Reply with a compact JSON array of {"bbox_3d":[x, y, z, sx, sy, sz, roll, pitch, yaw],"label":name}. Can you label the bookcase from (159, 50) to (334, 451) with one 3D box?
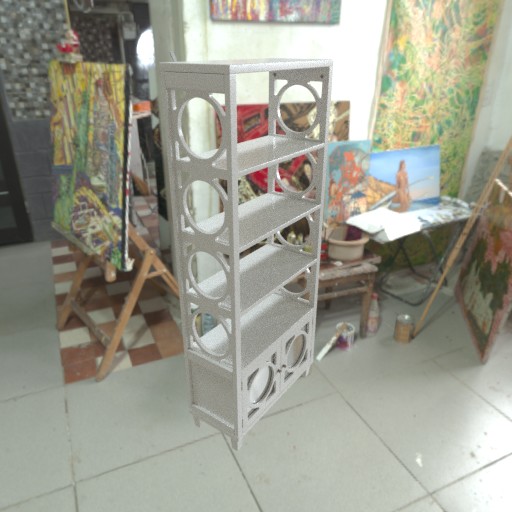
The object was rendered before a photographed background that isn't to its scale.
[{"bbox_3d":[0.000,0.000,2.216,0.361,1.869,0.761,17,30,32],"label":"bookcase"}]
